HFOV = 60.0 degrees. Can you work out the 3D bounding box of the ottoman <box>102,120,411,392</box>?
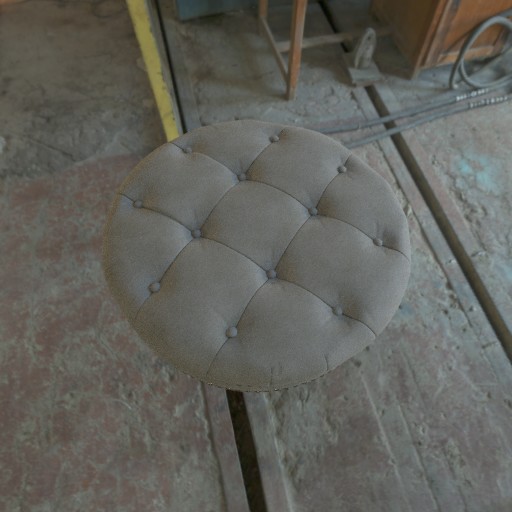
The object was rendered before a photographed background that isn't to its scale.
[{"bbox_3d":[0.000,0.000,1.430,0.901,0.439,0.901,0,60,0],"label":"ottoman"}]
